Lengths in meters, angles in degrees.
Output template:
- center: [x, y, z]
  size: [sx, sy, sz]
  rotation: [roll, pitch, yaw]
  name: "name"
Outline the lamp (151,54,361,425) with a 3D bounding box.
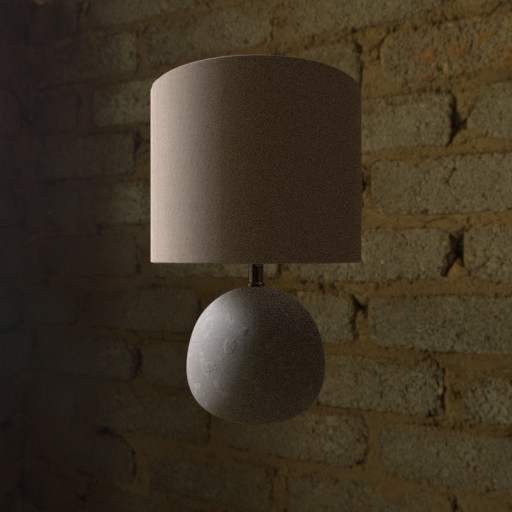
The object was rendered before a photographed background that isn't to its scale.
- center: [0.000, 0.000, 0.582]
  size: [0.269, 0.409, 0.269]
  rotation: [0, 0, -17]
  name: "lamp"
